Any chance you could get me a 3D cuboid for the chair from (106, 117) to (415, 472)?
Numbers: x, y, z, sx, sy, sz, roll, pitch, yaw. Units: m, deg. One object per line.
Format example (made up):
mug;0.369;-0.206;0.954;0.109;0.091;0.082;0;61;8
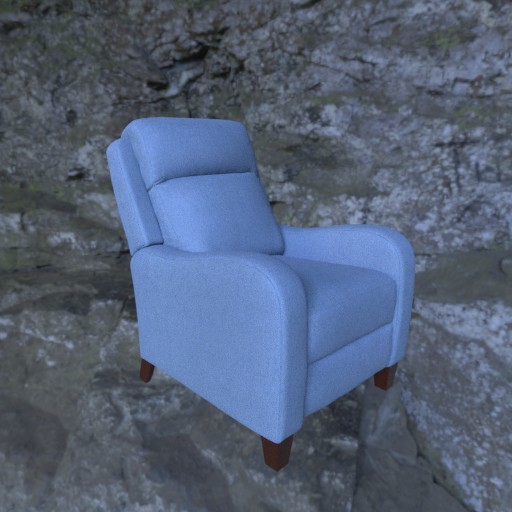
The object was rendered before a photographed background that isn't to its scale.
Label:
chair;0.000;0.000;1.757;0.785;1.067;0.988;-14;20;-43
